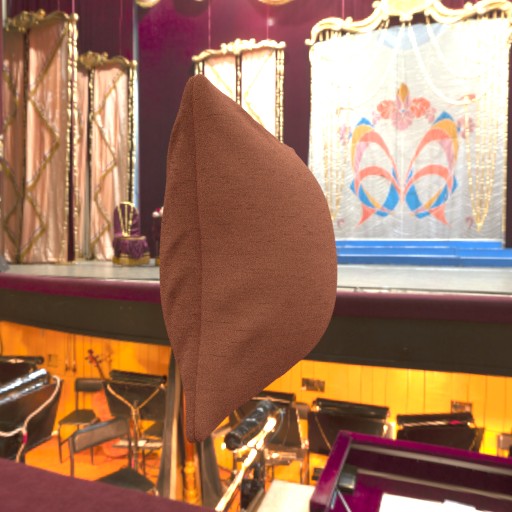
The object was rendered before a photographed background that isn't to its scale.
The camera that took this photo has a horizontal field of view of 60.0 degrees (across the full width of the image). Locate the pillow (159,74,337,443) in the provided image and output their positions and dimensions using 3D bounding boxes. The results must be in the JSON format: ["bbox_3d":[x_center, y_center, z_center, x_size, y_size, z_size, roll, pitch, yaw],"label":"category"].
[{"bbox_3d":[0.000,0.000,0.689,0.246,0.415,0.432,1,2,19],"label":"pillow"}]
